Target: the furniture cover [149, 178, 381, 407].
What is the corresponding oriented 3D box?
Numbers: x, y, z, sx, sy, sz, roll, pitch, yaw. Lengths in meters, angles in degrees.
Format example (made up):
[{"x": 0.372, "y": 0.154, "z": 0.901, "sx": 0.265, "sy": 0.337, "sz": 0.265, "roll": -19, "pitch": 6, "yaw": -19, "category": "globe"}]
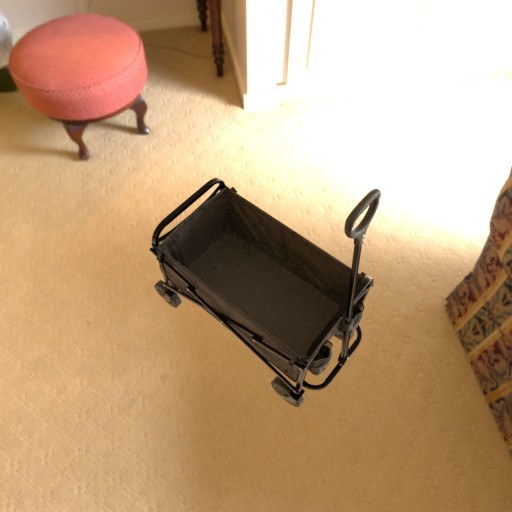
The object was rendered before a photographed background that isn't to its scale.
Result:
[{"x": 0.000, "y": 0.000, "z": 1.833, "sx": 1.038, "sy": 1.295, "sz": 0.532, "roll": 35, "pitch": 64, "yaw": 20, "category": "furniture cover"}]
